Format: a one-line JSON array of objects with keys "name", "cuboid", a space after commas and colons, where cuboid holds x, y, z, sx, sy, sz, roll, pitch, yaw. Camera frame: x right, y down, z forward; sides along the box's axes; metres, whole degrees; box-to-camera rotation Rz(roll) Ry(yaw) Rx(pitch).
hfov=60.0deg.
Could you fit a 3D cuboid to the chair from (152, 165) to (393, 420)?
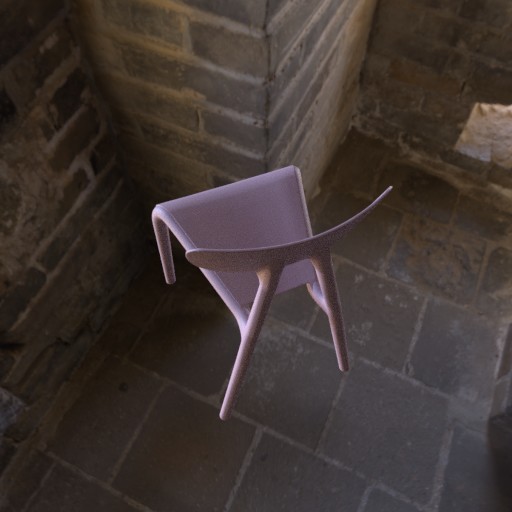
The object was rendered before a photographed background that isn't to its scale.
[{"name": "chair", "cuboid": [0.000, 0.000, 0.864, 0.356, 0.580, 0.401, -18, 58, -12]}]
